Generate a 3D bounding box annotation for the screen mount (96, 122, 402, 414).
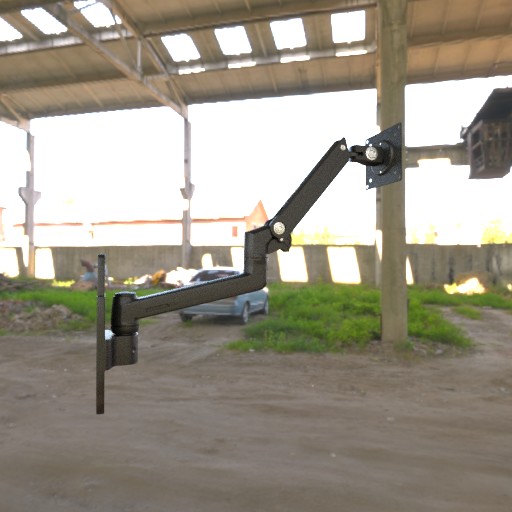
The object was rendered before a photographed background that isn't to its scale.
[{"bbox_3d":[0.000,0.000,0.737,0.495,0.466,0.115,0,-1,-19],"label":"screen mount"}]
